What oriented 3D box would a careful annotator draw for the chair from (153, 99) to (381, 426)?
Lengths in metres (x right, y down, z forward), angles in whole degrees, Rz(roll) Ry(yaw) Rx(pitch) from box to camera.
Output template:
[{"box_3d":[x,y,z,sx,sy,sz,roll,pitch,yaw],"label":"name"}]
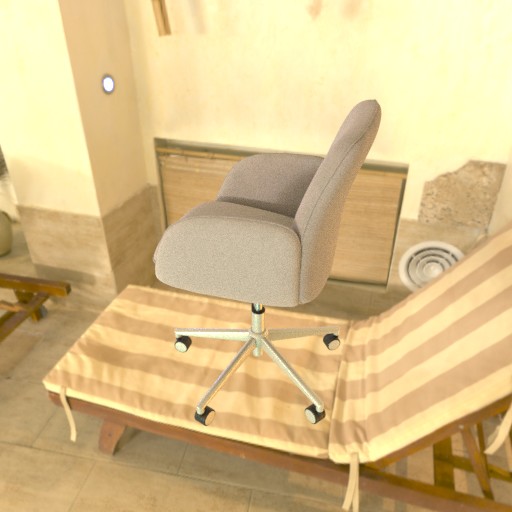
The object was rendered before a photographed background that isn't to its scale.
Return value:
[{"box_3d":[0.000,0.000,1.429,0.654,0.959,0.648,9,32,14],"label":"chair"}]
